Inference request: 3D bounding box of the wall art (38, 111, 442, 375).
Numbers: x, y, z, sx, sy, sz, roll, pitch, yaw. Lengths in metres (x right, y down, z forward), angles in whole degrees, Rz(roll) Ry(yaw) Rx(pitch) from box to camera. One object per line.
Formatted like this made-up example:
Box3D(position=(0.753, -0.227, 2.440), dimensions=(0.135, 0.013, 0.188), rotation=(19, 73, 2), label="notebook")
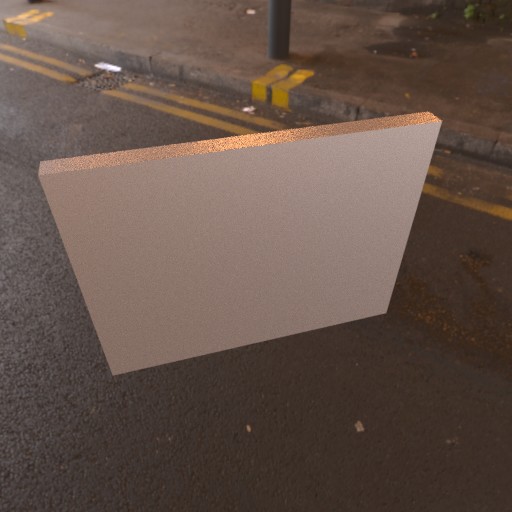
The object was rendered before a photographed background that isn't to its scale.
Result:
Box3D(position=(0.000, 0.000, 1.412), dimensions=(1.056, 0.801, 0.066), rotation=(-11, 42, -12), label="wall art")
